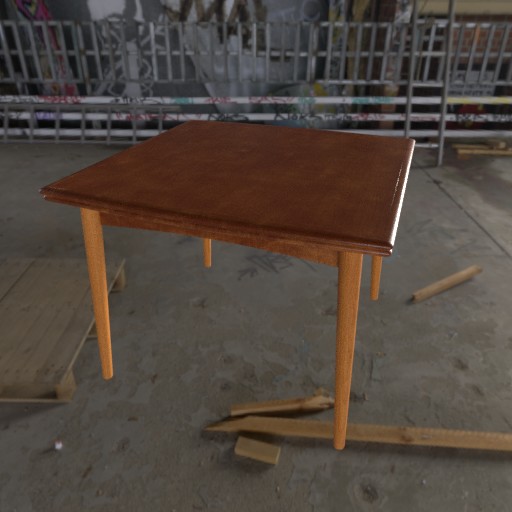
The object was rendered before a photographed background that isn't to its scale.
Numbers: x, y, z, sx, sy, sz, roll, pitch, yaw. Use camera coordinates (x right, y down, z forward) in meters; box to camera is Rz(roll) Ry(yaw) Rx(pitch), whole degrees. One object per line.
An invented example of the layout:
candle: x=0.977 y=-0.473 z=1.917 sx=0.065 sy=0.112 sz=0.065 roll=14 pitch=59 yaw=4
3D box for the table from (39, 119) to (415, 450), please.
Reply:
table: x=0.000 y=0.000 z=1.690 sx=0.991 sy=0.754 sz=0.991 roll=10 pitch=31 yaw=17
